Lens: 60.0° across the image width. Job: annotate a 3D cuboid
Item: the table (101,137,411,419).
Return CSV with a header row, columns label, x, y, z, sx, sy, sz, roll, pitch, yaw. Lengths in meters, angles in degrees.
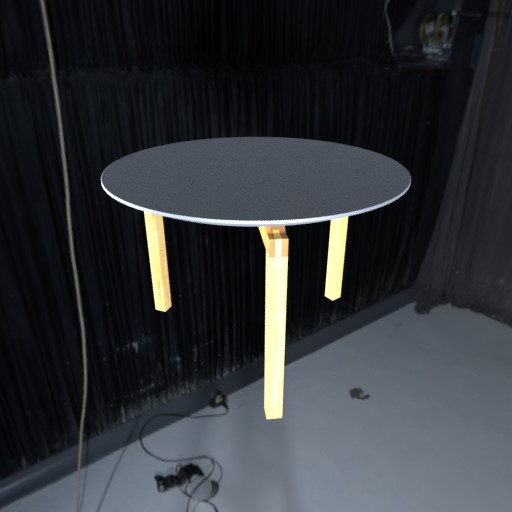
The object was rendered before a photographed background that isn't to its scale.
label,x,y,z,sx,sy,sz,roll,pitch,yaw
table,0.000,0.000,0.988,0.600,0.405,0.600,0,26,0
